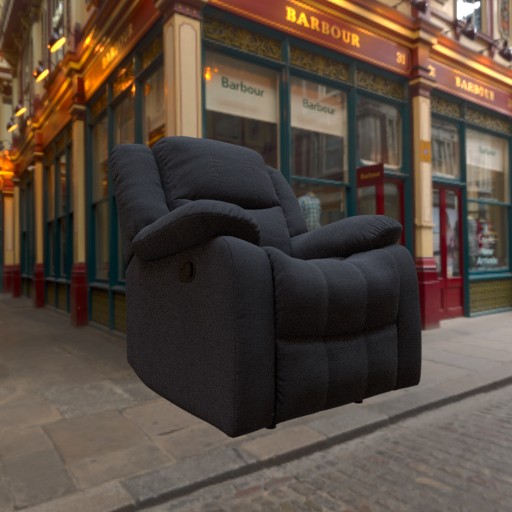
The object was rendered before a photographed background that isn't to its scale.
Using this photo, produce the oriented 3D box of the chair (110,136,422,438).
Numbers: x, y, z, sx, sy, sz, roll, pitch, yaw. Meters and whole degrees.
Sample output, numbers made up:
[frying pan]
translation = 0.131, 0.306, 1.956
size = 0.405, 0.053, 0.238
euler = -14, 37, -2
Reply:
[chair]
translation = 0.000, 0.000, 1.679
size = 0.899, 1.008, 0.944
euler = 0, 0, -36
